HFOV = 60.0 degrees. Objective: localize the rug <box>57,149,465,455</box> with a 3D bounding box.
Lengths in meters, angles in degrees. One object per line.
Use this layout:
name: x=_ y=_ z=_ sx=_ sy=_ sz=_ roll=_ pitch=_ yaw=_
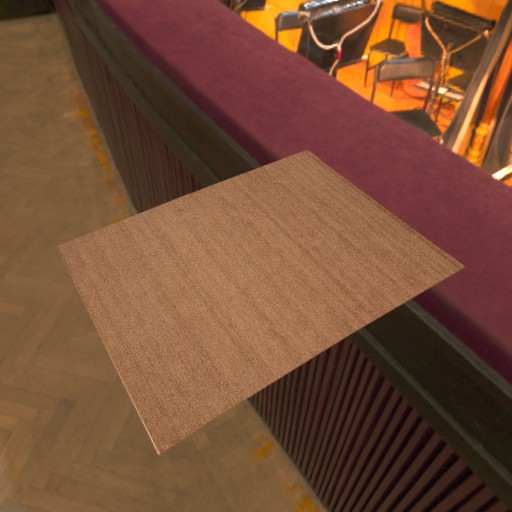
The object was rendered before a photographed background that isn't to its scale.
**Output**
rug: x=0.000 y=0.000 z=5.119 sx=3.778 sy=0.053 sz=2.873 roll=-25 pitch=51 yaw=-22
